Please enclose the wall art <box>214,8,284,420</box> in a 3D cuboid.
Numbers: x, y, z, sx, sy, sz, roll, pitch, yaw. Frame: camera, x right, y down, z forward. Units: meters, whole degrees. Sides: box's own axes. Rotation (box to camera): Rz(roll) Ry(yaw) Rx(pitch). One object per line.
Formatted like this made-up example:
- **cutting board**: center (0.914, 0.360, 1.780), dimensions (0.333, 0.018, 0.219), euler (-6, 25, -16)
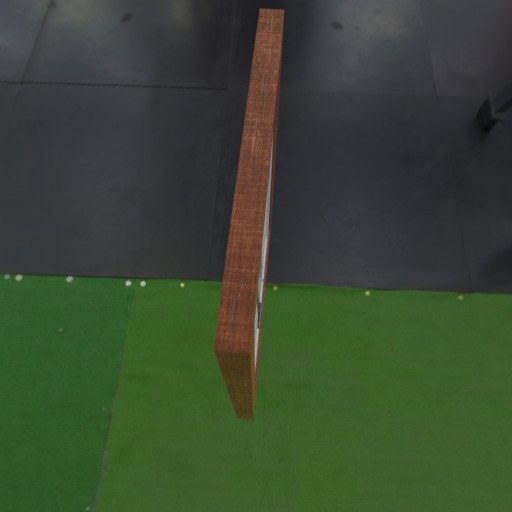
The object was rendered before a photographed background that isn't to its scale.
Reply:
- **wall art**: center (0.000, 0.000, 0.751), dimensions (0.033, 0.567, 0.467), euler (5, 64, 2)
